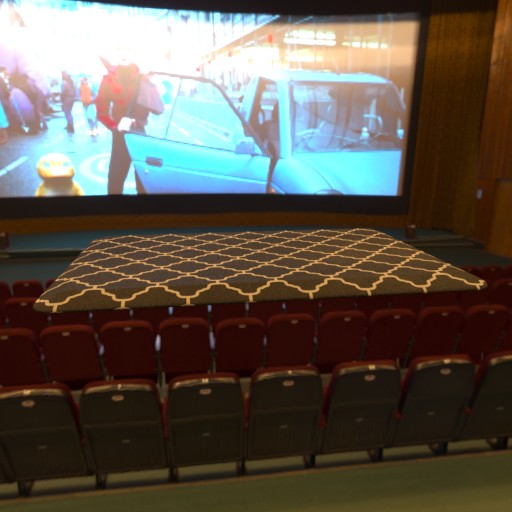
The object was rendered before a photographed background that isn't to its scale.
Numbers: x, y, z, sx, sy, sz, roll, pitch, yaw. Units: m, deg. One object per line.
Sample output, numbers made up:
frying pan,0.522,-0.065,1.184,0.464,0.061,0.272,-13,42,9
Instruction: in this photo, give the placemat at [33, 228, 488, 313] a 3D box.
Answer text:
placemat,0.000,0.000,0.946,0.762,0.021,0.508,-2,15,-8
